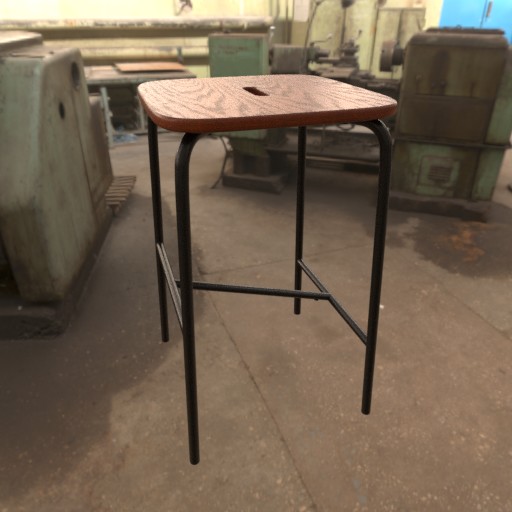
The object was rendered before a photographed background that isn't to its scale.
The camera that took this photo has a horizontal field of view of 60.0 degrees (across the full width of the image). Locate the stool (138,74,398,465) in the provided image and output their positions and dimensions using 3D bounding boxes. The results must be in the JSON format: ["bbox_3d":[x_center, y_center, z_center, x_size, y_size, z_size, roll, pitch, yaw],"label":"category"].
[{"bbox_3d":[0.000,0.000,0.864,0.376,0.610,0.376,-9,31,-16],"label":"stool"}]
